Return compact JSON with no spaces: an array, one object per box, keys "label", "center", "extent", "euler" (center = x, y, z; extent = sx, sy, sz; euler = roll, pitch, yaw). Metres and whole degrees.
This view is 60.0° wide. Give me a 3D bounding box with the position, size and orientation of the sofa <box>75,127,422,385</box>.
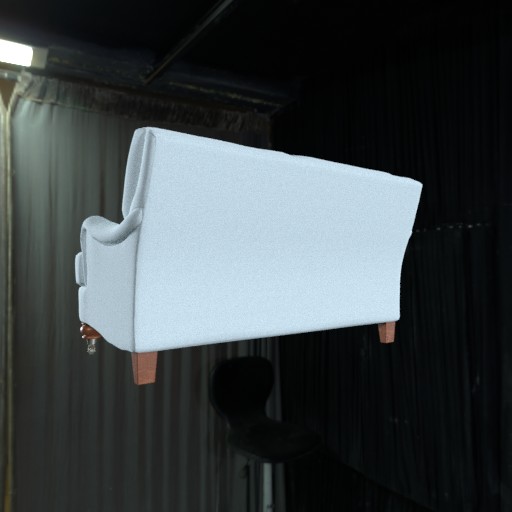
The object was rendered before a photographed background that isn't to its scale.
[{"label":"sofa","center":[0.000,0.000,2.624],"extent":[1.853,1.101,1.084],"euler":[1,-1,-37]}]
